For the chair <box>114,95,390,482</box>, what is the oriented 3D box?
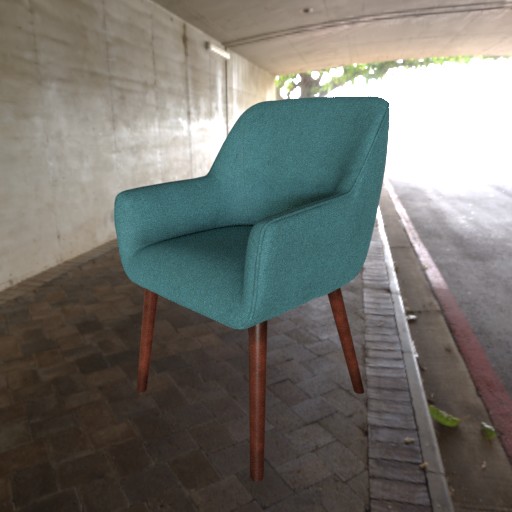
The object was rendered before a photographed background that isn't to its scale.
[{"bbox_3d":[0.000,0.000,1.163,0.543,0.803,0.519,16,23,43],"label":"chair"}]
